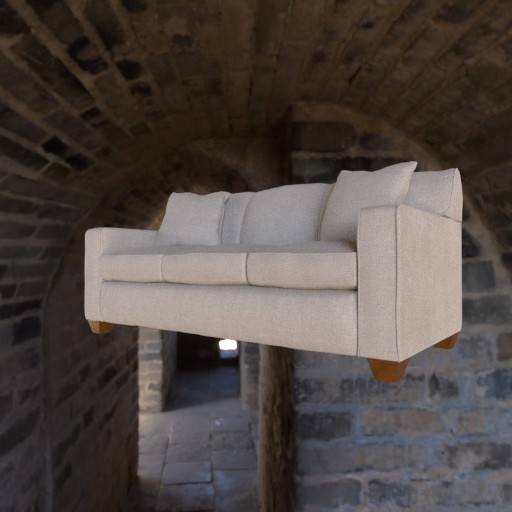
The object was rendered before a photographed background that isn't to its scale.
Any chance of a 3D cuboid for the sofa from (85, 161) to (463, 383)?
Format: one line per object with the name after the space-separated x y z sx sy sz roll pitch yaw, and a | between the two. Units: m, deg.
0.000 0.000 2.550 2.024 0.958 0.997 -1 -1 37 | sofa
